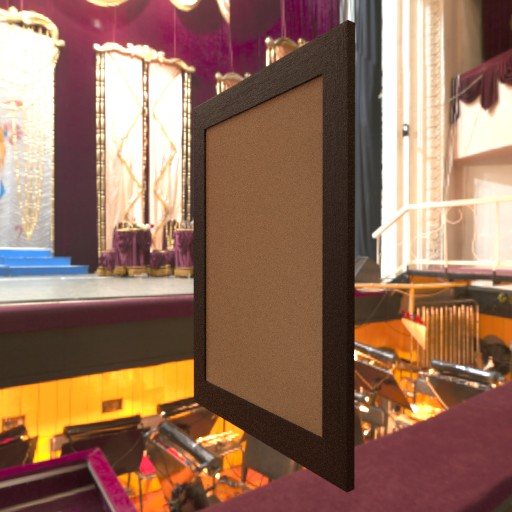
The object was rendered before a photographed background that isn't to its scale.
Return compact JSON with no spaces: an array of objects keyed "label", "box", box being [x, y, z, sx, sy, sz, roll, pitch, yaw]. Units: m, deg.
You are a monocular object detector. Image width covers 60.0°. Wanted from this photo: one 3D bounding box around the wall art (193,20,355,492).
[{"label":"wall art","box":[0.000,0.000,0.626,0.013,0.508,0.359,0,1,-35]}]
